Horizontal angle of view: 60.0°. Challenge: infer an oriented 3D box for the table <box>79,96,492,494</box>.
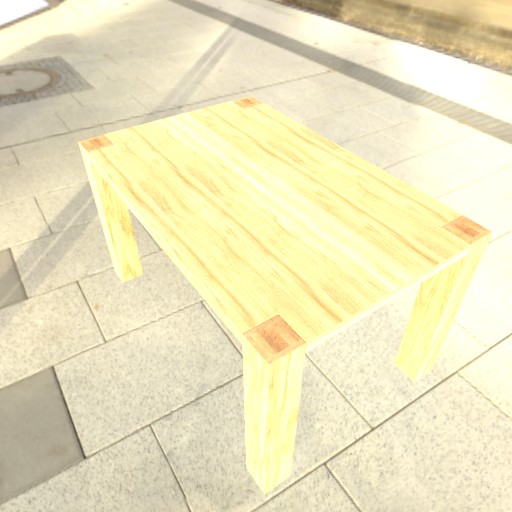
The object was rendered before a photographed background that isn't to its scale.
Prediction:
[{"bbox_3d":[0.000,0.000,1.923,0.900,0.760,1.400,-24,47,-26],"label":"table"}]
